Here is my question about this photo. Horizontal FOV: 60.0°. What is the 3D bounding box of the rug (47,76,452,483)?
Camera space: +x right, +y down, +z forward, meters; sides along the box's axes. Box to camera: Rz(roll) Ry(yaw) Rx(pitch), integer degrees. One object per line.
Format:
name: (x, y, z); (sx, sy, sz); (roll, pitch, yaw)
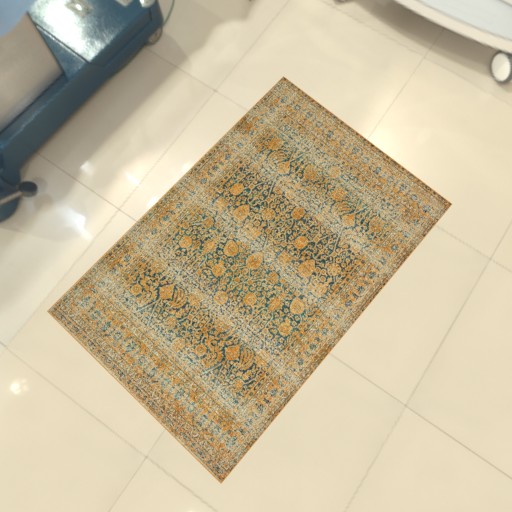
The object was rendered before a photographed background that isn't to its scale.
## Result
rug: (0.000, 0.000, 2.945); (1.525, 0.007, 2.336); (41, 79, 10)
